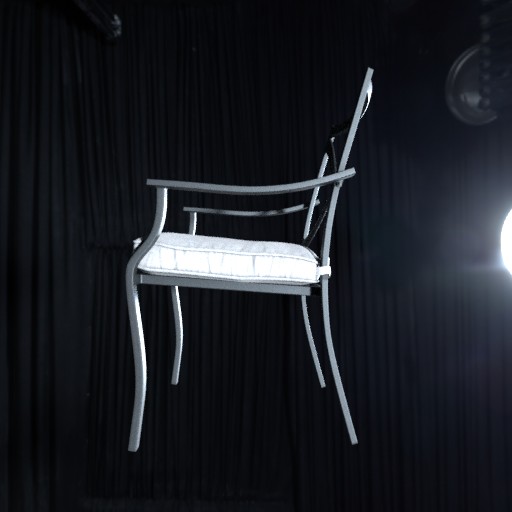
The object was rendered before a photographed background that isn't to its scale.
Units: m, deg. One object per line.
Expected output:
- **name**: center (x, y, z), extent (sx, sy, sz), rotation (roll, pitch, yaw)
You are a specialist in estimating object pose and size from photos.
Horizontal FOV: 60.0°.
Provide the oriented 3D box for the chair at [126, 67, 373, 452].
- **chair**: center (0.000, 0.000, 1.284), extent (0.620, 0.889, 0.575), rotation (0, 0, 0)
